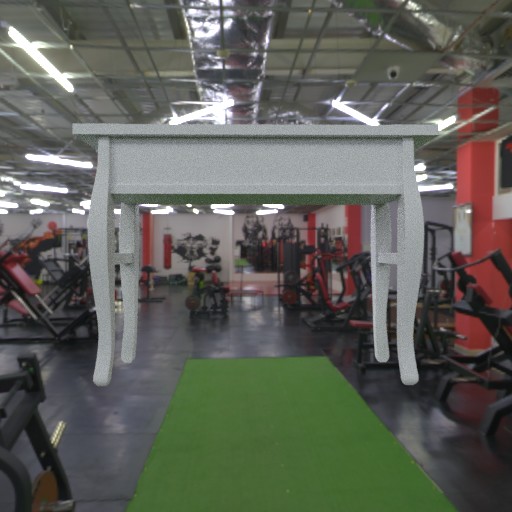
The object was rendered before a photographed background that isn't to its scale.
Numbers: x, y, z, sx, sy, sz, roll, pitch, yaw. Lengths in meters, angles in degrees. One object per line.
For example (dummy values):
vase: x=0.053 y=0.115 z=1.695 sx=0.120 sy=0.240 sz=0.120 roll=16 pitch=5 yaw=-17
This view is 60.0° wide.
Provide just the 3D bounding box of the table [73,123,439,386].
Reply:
table: x=0.000 y=0.000 z=1.465 sx=1.062 sy=0.768 sz=0.373 roll=0 pitch=1 yaw=-1
